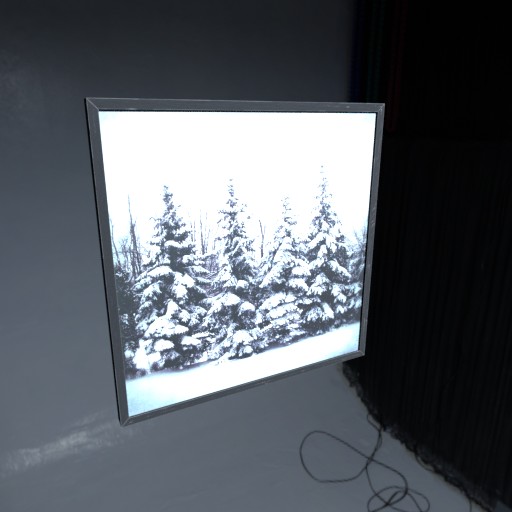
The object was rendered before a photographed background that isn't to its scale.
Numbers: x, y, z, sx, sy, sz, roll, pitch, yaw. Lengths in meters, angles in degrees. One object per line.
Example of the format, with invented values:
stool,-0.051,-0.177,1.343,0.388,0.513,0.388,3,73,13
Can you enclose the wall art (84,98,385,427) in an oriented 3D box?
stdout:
wall art,0.000,0.000,1.155,0.761,0.761,0.037,-9,19,-26
